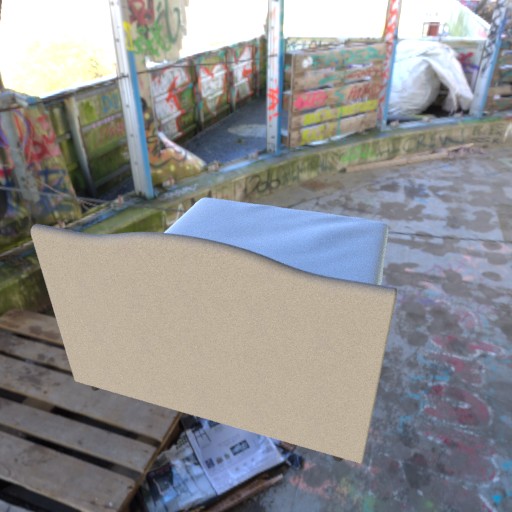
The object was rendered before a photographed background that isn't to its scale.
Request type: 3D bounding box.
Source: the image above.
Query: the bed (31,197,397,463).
[{"bbox_3d":[0.000,0.000,3.499,2.083,1.421,2.182,10,33,16],"label":"bed"}]
